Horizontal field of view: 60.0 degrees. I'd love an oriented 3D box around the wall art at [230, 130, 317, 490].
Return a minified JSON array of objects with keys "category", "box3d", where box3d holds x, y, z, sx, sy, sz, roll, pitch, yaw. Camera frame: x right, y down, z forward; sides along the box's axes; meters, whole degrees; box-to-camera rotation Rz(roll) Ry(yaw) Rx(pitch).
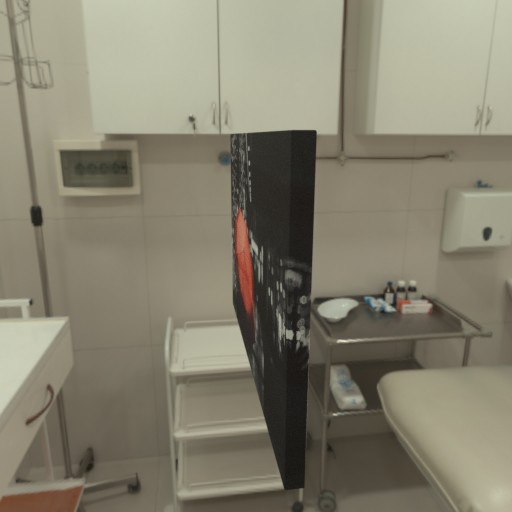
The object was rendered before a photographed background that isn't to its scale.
[{"category":"wall art","box3d":[0.000,0.000,1.137,0.038,0.609,0.914,-2,15,-8]}]
